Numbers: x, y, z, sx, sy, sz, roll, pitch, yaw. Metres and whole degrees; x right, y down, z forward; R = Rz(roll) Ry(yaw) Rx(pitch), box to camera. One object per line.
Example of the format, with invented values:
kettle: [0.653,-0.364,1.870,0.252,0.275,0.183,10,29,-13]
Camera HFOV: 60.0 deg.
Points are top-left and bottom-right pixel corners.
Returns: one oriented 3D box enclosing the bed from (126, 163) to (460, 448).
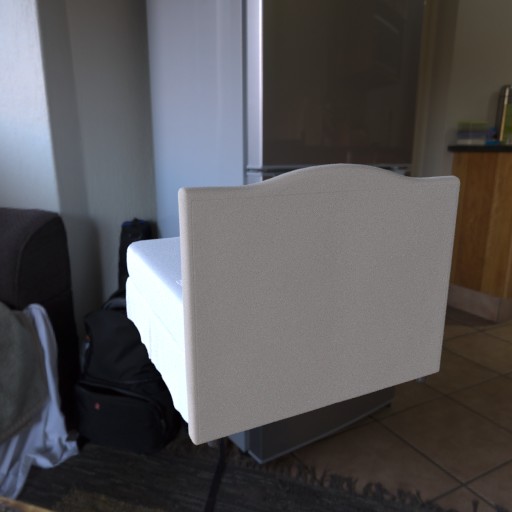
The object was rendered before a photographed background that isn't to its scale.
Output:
bed: [0.000,0.000,3.249,1.678,1.398,2.052,-7,16,-25]
